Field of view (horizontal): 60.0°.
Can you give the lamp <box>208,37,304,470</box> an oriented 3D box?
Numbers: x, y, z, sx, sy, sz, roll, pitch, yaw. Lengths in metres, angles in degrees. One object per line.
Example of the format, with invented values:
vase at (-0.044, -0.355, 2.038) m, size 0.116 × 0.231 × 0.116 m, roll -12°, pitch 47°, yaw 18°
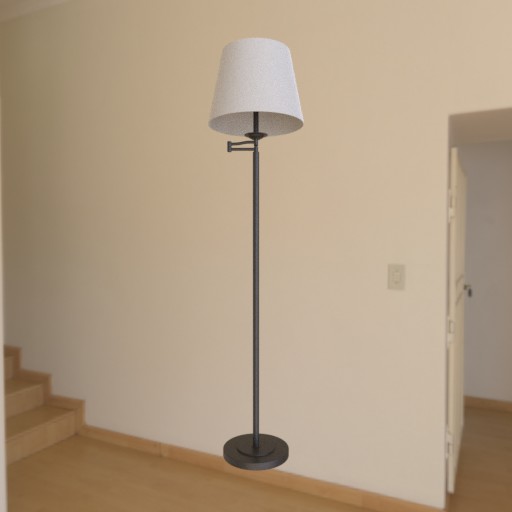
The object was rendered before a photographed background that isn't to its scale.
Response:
lamp at (0.000, 0.000, 1.629) m, size 0.348 × 1.473 × 0.348 m, roll 0°, pitch 1°, yaw 0°
